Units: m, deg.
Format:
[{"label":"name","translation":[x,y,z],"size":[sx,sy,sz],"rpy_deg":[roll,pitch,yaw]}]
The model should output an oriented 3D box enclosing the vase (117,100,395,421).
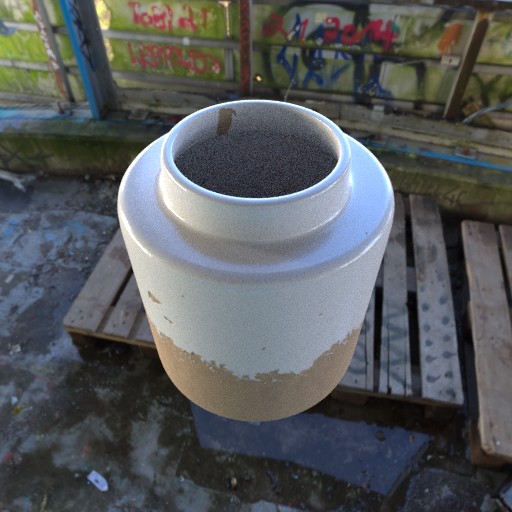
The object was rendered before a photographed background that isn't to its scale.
[{"label":"vase","translation":[0.000,0.000,0.289],"size":[0.153,0.167,0.153],"rpy_deg":[0,47,0]}]
